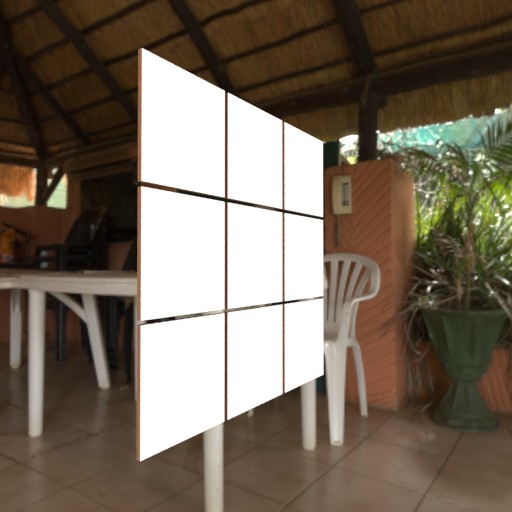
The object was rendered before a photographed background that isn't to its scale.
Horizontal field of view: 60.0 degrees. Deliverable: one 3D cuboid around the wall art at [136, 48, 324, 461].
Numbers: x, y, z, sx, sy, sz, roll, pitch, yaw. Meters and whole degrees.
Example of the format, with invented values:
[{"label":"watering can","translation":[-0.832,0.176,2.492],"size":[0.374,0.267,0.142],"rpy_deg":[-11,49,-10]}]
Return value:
[{"label":"wall art","translation":[0.000,0.000,1.858],"size":[0.017,1.246,1.256],"rpy_deg":[-1,-1,34]}]
